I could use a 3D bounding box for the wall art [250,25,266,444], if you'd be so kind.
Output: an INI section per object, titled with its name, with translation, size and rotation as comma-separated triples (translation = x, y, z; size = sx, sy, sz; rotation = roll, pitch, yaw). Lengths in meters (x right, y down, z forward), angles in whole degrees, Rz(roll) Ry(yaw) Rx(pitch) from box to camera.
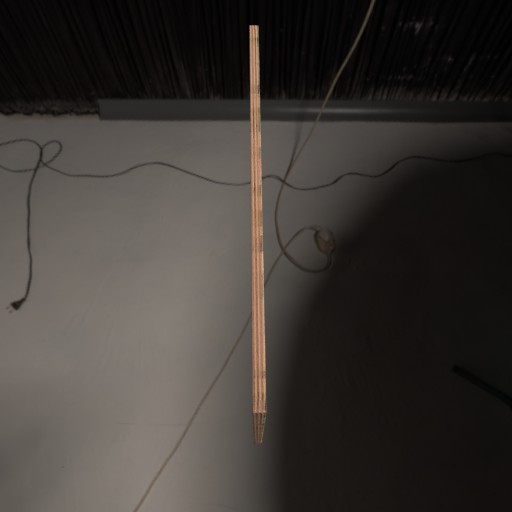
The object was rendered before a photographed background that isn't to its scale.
[wall art]
translation = 0.000, 0.000, 0.681
size = 0.012, 0.408, 0.508
rotation = -1, 64, 0
